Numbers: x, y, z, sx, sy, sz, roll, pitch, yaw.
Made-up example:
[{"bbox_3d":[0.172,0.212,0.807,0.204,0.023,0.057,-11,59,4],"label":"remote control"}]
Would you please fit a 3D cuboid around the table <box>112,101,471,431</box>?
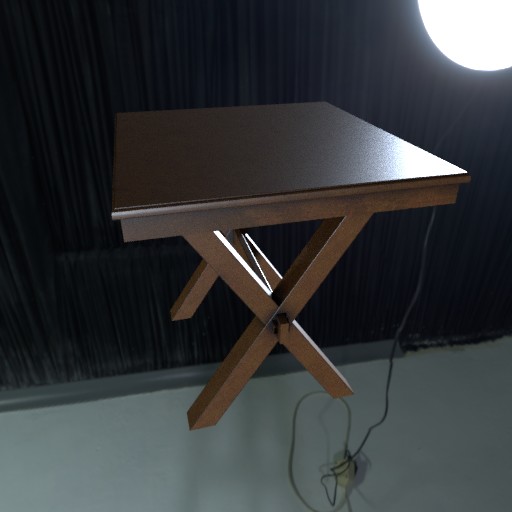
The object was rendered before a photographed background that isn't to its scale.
[{"bbox_3d":[0.000,0.000,1.044,0.560,0.562,0.602,-8,31,-13],"label":"table"}]
